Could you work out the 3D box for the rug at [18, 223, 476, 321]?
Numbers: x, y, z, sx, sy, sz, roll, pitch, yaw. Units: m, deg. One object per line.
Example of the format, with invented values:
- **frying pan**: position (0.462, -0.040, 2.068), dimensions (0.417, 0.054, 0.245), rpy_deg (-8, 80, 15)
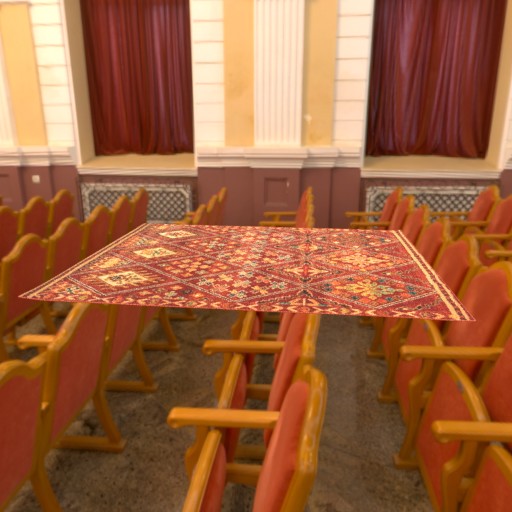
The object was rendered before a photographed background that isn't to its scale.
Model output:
- **rug**: position (0.000, 0.000, 4.124), dimensions (3.086, 0.030, 2.489), rpy_deg (2, 17, 7)
